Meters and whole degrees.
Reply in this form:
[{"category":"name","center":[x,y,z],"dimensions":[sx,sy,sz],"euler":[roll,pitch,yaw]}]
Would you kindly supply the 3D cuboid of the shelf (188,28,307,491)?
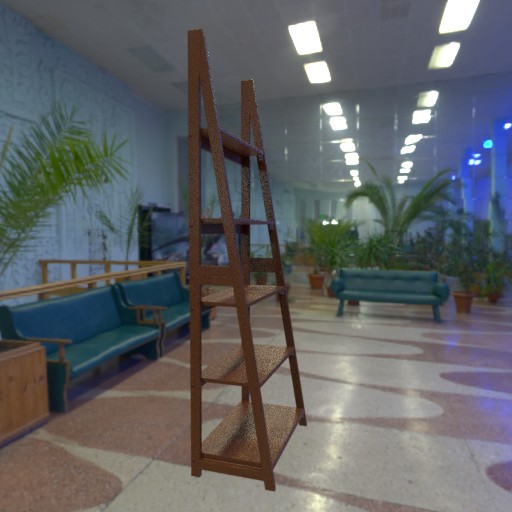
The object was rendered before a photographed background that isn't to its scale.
[{"category":"shelf","center":[0.000,0.000,2.010],"dimensions":[0.356,1.780,0.630],"euler":[1,3,18]}]
